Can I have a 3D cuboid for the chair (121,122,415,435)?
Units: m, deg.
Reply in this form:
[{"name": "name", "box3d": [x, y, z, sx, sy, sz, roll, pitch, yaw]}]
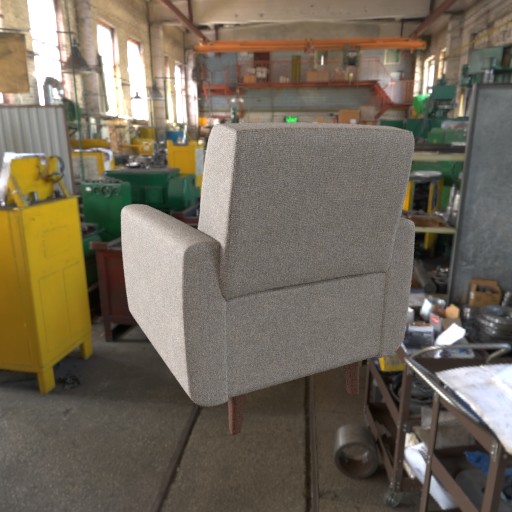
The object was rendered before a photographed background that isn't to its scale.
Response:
[{"name": "chair", "box3d": [0.000, 0.000, 1.704, 0.845, 0.968, 0.942, -8, 17, -26]}]
